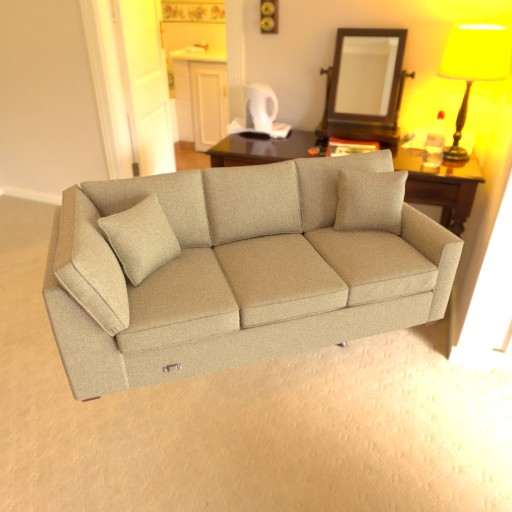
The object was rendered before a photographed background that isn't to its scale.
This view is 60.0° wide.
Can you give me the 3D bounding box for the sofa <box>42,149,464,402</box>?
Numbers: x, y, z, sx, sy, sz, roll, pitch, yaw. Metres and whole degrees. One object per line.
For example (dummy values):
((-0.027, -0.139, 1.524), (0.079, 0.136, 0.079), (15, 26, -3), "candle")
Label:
((0.000, 0.000, 2.790), (2.317, 0.962, 1.061), (-9, 32, -15), "sofa")
